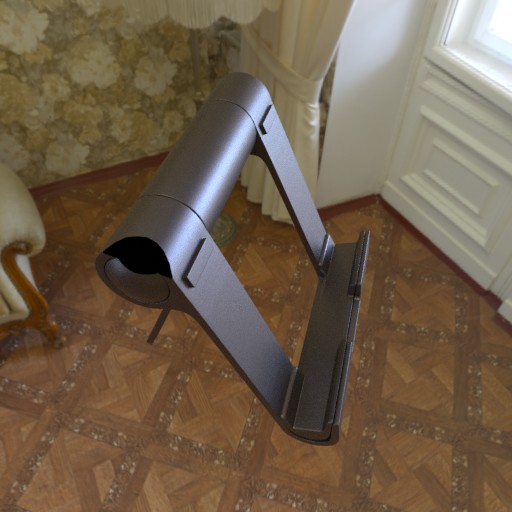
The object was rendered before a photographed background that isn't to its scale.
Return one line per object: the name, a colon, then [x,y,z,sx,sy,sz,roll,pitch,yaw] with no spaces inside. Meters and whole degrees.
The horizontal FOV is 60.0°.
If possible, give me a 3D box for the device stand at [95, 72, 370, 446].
device stand: [0.000,0.000,0.152,0.079,0.084,0.088,12,50,10]
